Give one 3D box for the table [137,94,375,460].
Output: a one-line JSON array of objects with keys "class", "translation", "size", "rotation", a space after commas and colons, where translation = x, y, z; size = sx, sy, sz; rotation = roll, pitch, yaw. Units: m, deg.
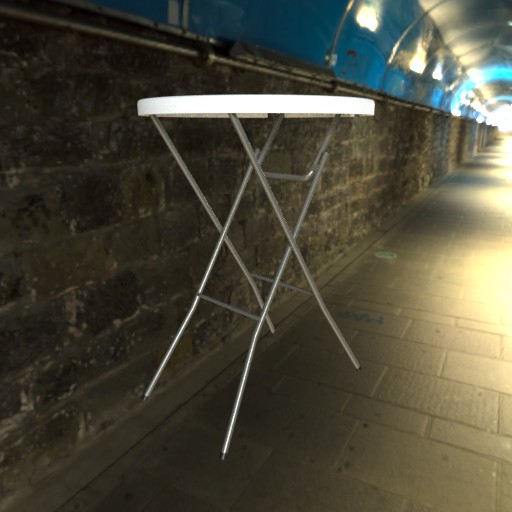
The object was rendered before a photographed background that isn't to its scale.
[{"class": "table", "translation": [0.000, 0.000, 1.682], "size": [0.792, 1.105, 0.795], "rotation": [15, 22, 42]}]
